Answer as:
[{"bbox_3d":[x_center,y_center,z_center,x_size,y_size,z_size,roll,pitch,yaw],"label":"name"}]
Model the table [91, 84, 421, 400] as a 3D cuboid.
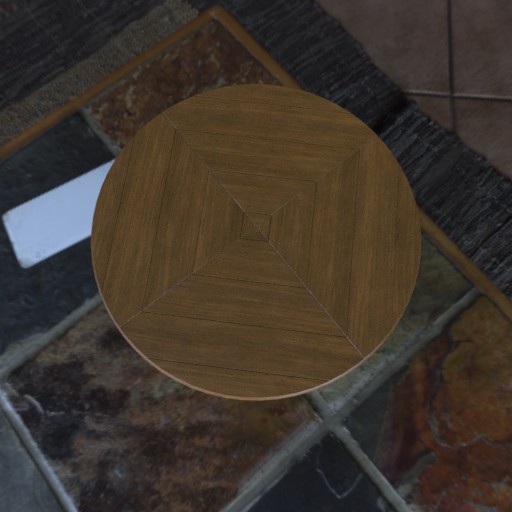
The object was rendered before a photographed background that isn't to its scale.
[{"bbox_3d":[0.000,0.000,1.775,1.055,0.757,1.055,0,76,0],"label":"table"}]
